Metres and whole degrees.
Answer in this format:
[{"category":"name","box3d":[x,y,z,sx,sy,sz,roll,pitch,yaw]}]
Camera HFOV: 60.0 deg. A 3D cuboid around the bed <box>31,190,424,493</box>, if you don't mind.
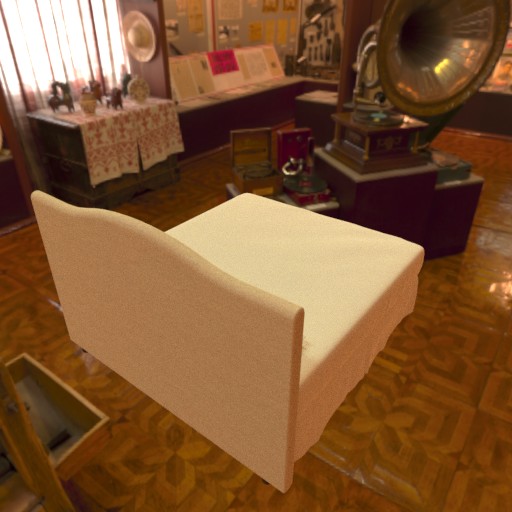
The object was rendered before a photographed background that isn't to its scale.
[{"category":"bed","box3d":[0.000,0.000,3.401,2.083,1.421,2.182,22,37,32]}]
